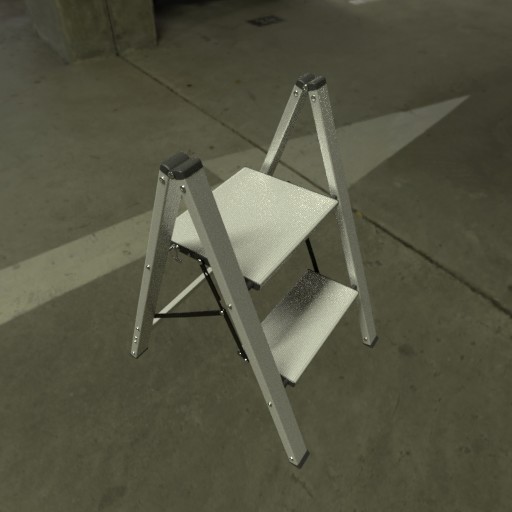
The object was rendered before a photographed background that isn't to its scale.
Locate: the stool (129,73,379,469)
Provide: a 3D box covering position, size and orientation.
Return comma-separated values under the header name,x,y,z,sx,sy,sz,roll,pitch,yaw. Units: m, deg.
name,x,y,z,sx,sy,sz,roll,pitch,yaw
stool,0.000,0.000,0.992,0.535,0.670,0.440,25,48,25
